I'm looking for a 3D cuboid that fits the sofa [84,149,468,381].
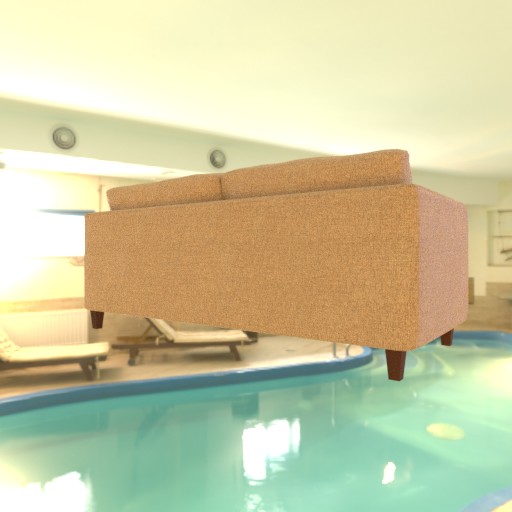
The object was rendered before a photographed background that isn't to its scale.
[{"bbox_3d":[0.000,0.000,2.675,2.208,0.965,0.951,0,0,36],"label":"sofa"}]
